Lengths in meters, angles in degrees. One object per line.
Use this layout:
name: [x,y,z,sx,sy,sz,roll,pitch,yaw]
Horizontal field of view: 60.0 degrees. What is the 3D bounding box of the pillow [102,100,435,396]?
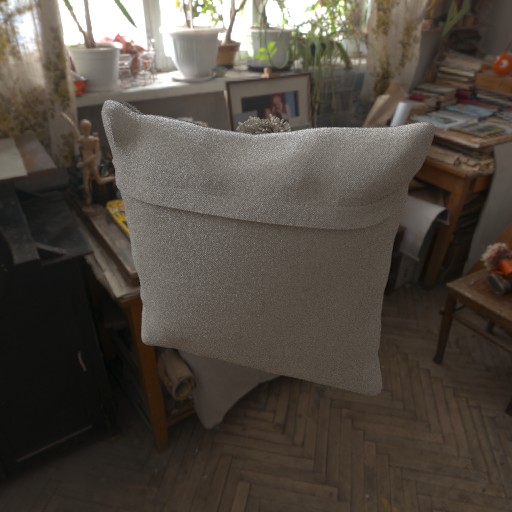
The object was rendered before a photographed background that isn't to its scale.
pillow: [0.000,0.000,0.750,0.484,0.490,0.234,9,33,15]
